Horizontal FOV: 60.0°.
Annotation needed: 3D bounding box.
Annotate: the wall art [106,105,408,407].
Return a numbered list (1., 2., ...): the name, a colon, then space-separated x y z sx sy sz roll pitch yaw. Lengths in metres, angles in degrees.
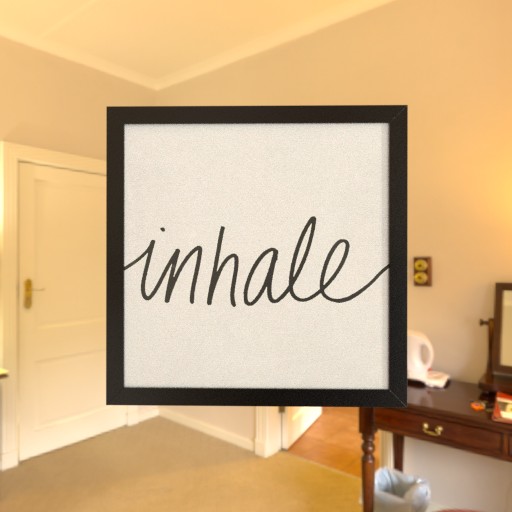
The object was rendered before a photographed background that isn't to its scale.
1. wall art: 0.000 0.000 0.662 0.446 0.445 0.014 0 0 1
